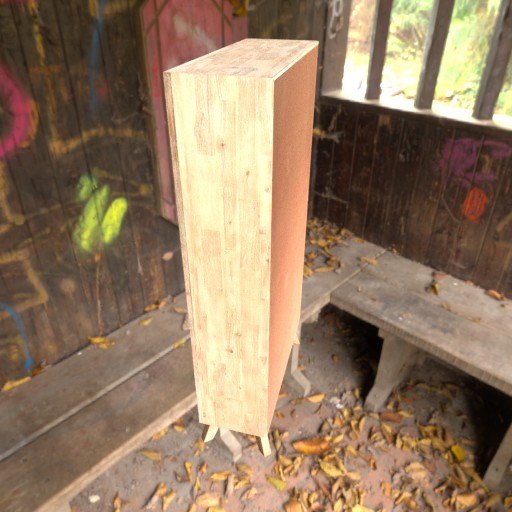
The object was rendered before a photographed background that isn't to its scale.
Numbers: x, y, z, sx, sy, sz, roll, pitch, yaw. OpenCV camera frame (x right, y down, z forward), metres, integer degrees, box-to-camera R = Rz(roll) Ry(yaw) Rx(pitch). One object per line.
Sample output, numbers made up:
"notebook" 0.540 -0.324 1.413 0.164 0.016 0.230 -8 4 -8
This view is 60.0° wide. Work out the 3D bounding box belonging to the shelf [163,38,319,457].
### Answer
"shelf" 0.000 0.000 1.752 0.308 1.471 0.748 8 33 13
